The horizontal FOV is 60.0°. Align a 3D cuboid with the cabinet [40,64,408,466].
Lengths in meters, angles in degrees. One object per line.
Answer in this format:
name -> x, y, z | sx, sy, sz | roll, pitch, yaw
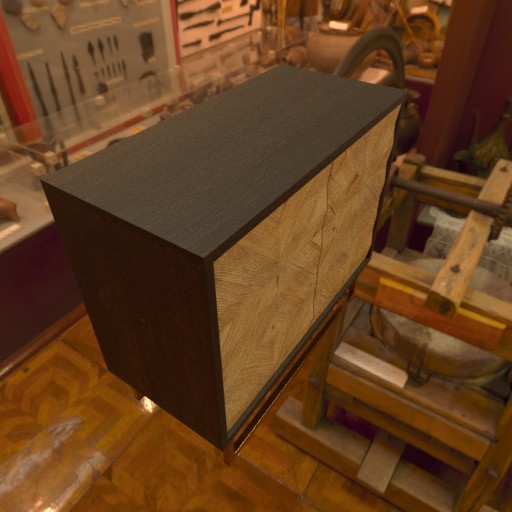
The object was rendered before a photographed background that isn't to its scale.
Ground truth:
cabinet -> 0.000, 0.000, 1.410 | 0.451, 0.860, 0.950 | 24, 46, 26
